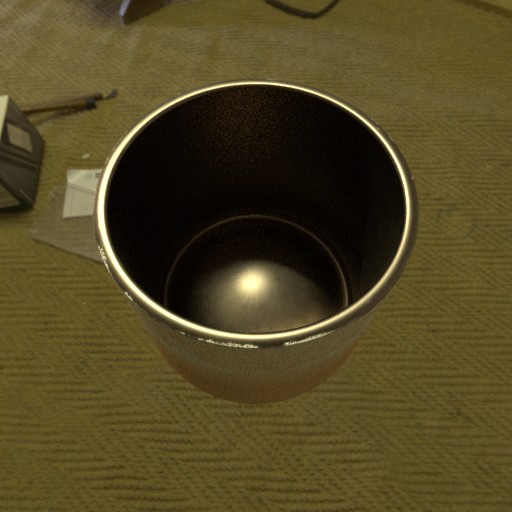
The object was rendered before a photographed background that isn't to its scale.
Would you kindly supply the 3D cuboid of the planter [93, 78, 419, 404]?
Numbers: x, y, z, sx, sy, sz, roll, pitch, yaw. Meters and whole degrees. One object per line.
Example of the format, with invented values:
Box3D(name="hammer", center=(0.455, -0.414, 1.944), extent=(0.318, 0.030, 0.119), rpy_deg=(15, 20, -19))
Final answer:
Box3D(name="planter", center=(0.000, 0.000, 0.439), extent=(0.254, 0.221, 0.254), rpy_deg=(0, 62, 0))
